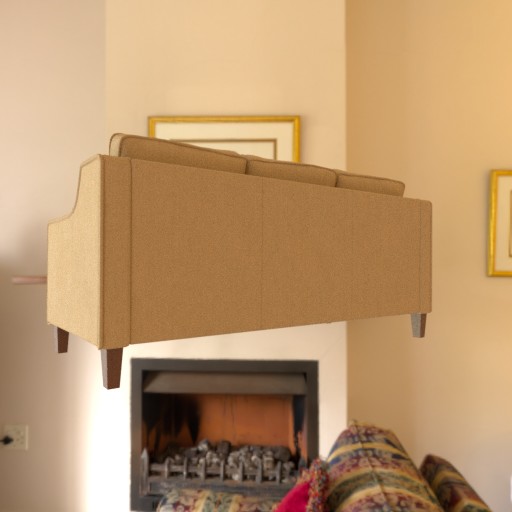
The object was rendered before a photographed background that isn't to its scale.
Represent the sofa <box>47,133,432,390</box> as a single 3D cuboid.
[{"bbox_3d":[0.000,0.000,2.468,1.986,0.974,0.911,1,-1,-36],"label":"sofa"}]
